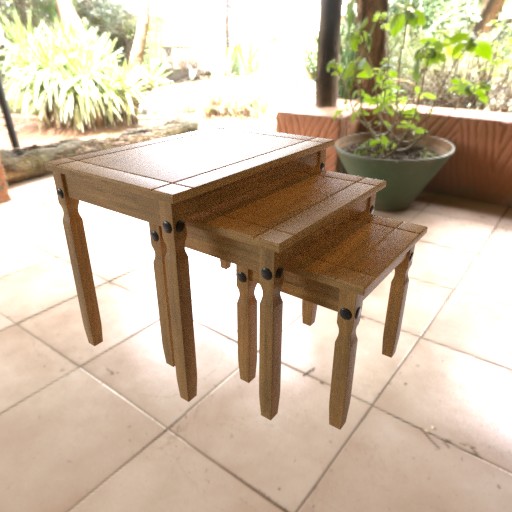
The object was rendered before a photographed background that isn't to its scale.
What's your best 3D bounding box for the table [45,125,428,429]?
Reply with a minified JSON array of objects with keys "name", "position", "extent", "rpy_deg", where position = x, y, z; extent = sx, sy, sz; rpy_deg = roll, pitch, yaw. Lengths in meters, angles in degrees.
[{"name":"table","position":[0.000,0.000,1.211],"extent":[0.773,0.535,0.660],"rpy_deg":[18,31,32]}]
